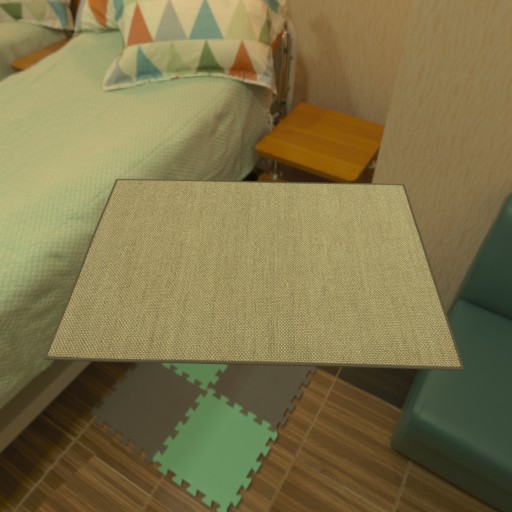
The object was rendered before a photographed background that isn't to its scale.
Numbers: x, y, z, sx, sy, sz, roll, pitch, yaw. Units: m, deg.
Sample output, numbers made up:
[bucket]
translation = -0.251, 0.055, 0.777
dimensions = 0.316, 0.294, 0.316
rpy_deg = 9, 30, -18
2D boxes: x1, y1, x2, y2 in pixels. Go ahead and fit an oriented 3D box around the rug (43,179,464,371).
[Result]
[rug]
translation = 0.000, 0.000, 2.753
dimensions = 2.133, 0.012, 1.523
rpy_deg = 1, 46, 1
